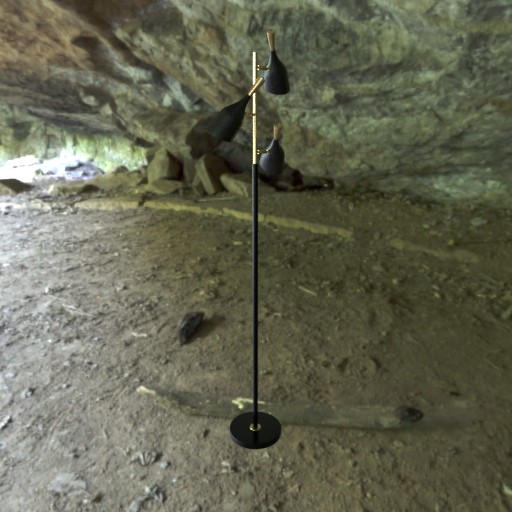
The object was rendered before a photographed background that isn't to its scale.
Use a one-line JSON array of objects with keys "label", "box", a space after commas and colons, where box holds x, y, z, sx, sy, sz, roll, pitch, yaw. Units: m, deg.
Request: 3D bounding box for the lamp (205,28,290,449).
[{"label": "lamp", "box": [0.000, 0.000, 1.924, 0.434, 1.778, 0.253, -14, 21, -41]}]
